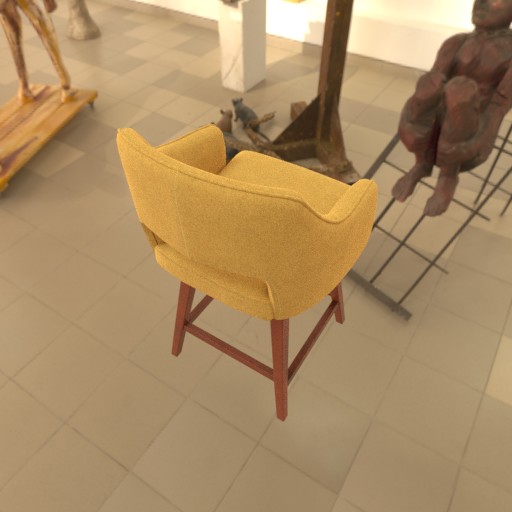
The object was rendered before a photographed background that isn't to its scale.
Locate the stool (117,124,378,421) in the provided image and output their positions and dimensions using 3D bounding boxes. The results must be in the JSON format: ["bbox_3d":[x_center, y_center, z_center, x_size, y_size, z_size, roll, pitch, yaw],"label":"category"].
[{"bbox_3d":[0.000,0.000,1.283,0.548,0.924,0.558,25,51,22],"label":"stool"}]
